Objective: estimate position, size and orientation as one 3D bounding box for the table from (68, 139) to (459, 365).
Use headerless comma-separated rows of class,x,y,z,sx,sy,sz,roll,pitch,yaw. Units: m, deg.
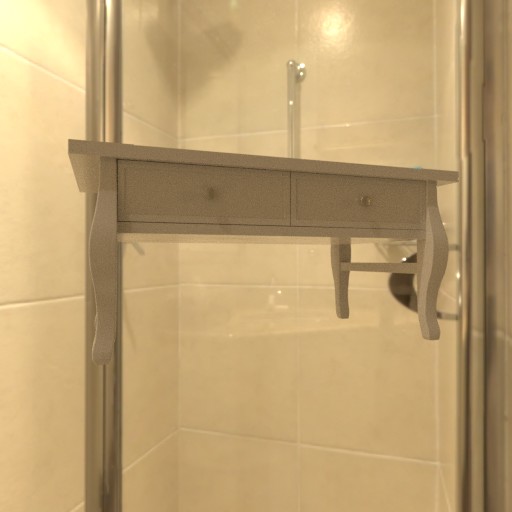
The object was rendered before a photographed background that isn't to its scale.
table,0.000,0.000,1.402,1.062,0.495,0.600,0,-1,-19
